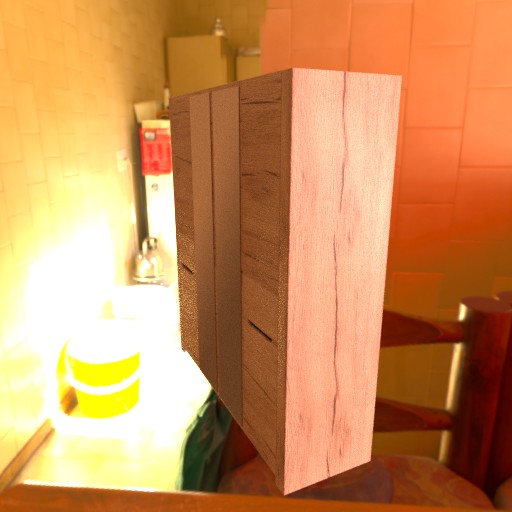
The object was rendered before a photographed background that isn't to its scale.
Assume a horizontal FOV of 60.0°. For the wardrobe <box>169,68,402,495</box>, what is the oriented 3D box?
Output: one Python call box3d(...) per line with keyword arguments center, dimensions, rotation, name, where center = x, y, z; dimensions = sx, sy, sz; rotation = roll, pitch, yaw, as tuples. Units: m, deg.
box3d(center=(0.000, 0.000, 2.934), dimensions=(0.580, 2.070, 1.810), rotation=(-7, 17, -25), name="wardrobe")
